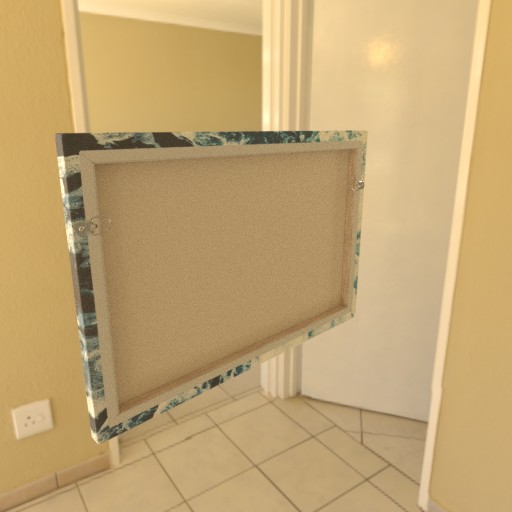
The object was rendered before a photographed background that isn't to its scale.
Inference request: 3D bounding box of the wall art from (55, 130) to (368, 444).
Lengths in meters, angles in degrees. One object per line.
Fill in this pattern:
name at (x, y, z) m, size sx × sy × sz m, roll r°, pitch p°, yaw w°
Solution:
wall art at (0.000, 0.000, 1.878) m, size 1.524 × 1.017 × 0.055 m, roll -15°, pitch 22°, yaw -42°
